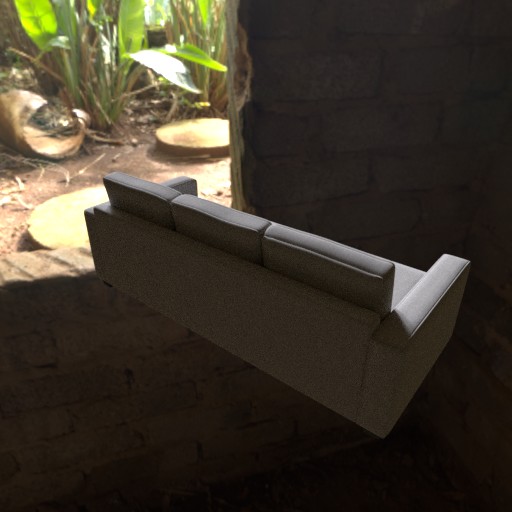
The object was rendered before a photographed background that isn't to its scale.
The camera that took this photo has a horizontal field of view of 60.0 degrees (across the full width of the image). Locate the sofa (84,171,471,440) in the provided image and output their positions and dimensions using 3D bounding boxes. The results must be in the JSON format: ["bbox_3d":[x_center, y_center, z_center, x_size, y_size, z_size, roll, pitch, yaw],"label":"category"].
[{"bbox_3d":[0.000,0.000,2.596,2.120,0.800,0.900,21,36,33],"label":"sofa"}]
